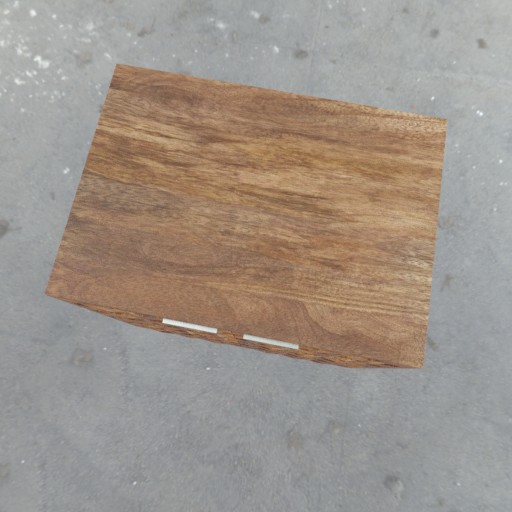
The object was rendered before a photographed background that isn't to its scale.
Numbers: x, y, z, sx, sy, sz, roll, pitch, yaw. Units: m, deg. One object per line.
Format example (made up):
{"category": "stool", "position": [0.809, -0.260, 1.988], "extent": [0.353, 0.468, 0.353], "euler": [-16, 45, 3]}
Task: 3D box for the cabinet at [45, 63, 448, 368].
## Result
{"category": "cabinet", "position": [0.000, 0.000, 1.162], "extent": [0.647, 0.758, 0.473], "euler": [11, 76, 3]}
